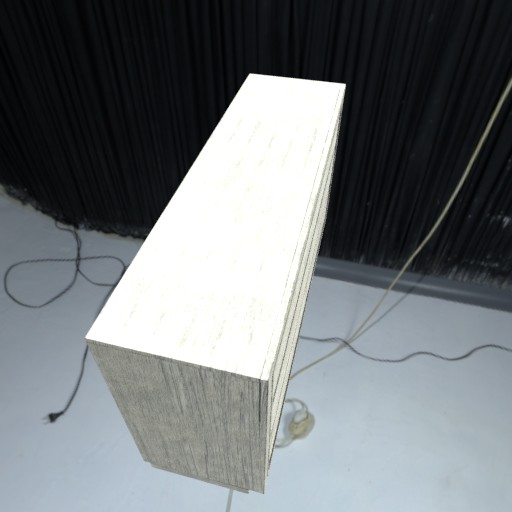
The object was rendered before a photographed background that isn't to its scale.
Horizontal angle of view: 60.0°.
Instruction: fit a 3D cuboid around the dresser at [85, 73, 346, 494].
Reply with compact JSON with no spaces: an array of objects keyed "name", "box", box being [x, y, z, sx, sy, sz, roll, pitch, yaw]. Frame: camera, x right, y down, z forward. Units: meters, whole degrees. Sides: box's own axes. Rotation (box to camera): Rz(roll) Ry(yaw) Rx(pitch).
[{"name":"dresser","box":[0.000,0.000,1.951,0.483,0.889,1.628,10,46,10]}]
